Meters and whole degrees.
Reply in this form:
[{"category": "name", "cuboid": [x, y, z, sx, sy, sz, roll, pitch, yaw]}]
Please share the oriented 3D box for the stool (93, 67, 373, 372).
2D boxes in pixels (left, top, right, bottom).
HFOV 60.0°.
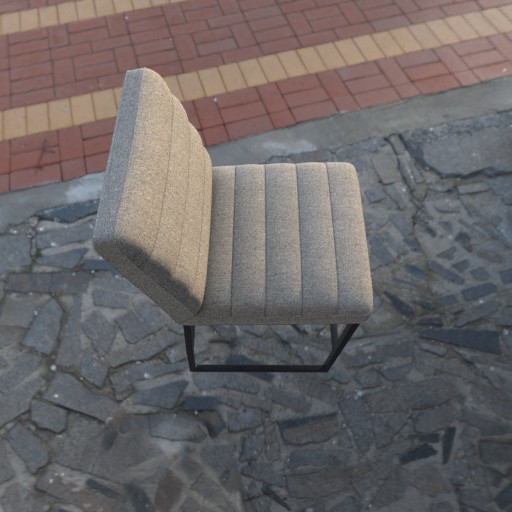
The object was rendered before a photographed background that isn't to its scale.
[{"category": "stool", "cuboid": [0.000, 0.000, 1.258, 0.560, 0.940, 0.460, 0, 62, 0]}]
